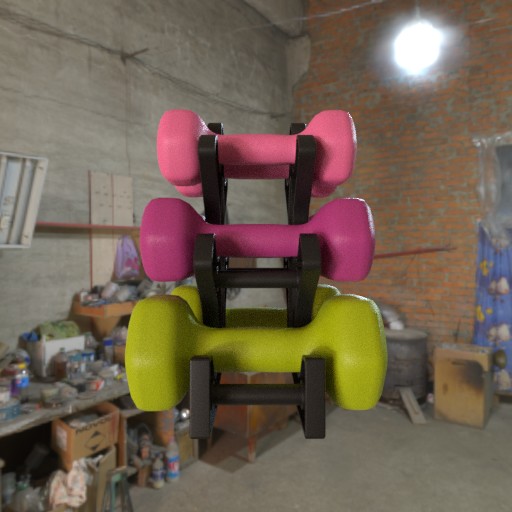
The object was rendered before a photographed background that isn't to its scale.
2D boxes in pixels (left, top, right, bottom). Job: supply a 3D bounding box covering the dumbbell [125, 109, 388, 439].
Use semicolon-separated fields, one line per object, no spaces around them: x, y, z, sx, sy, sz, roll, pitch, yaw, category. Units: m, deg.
0.000;0.000;0.440;0.203;0.261;0.257;0;-1;0;dumbbell
